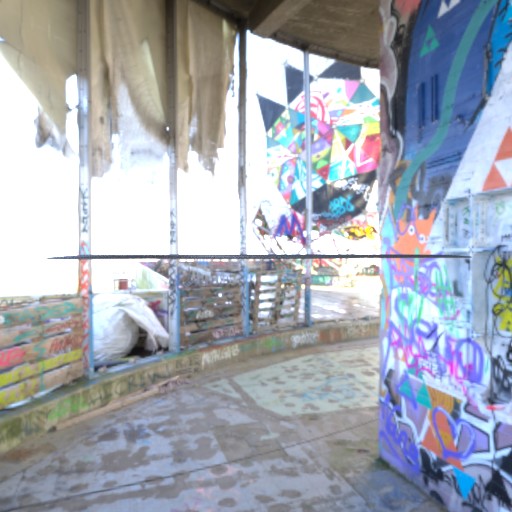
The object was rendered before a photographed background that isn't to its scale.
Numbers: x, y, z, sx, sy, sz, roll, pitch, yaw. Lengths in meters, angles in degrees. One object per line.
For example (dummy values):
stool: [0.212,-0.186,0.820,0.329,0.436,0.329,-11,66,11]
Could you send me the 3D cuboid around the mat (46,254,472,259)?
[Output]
mat: [0.000,0.000,1.859,1.524,0.013,0.918,0,0,-18]
